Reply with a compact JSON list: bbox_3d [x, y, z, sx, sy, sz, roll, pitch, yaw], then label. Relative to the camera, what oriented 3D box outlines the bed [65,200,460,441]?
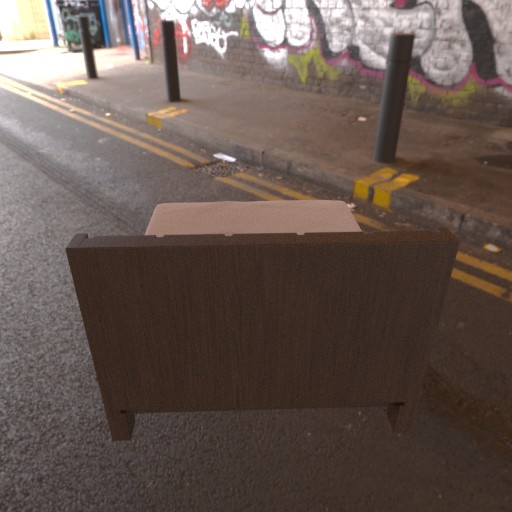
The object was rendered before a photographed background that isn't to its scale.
[{"bbox_3d":[0.000,0.000,3.108,1.735,1.261,1.992,-1,30,-2],"label":"bed"}]
